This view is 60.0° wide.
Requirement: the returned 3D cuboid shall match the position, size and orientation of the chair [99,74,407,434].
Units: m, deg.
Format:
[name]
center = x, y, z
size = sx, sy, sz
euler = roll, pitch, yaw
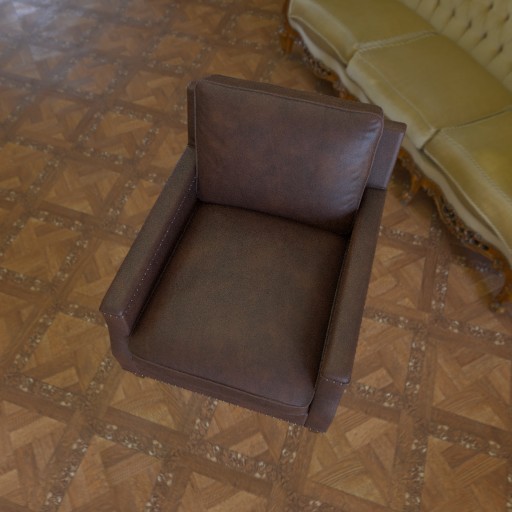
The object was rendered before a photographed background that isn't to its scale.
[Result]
[chair]
center = 0.000, 0.000, 1.698
size = 0.853, 0.929, 1.014
euler = 15, 58, 9
